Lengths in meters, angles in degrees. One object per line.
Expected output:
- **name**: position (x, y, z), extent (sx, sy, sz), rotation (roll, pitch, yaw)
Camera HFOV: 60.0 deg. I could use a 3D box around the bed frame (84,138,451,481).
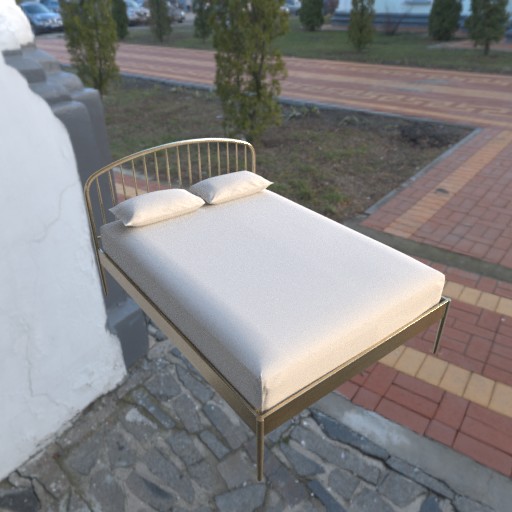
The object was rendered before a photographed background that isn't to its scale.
- **bed frame**: position (0.000, 0.000, 3.172), extent (1.612, 1.175, 2.152), rotation (-21, 36, -32)
